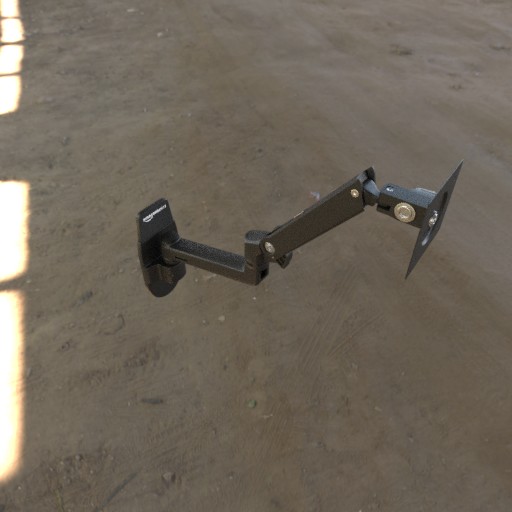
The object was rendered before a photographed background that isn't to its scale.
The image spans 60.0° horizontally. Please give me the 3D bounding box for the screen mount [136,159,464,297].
[{"bbox_3d":[0.000,0.000,0.725,0.495,0.466,0.115,26,47,26],"label":"screen mount"}]
